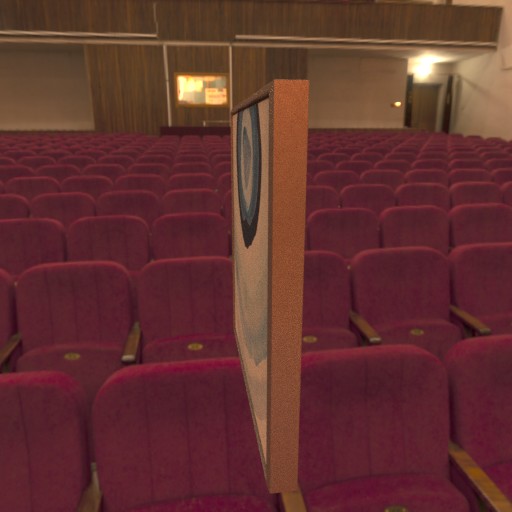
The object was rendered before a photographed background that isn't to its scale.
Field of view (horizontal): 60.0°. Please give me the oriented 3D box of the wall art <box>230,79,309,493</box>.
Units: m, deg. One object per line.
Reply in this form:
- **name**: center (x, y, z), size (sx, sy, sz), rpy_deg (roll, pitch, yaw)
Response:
- **wall art**: center (0.000, 0.000, 0.521), size (0.028, 0.349, 0.349), rpy_deg (-2, 15, -8)
